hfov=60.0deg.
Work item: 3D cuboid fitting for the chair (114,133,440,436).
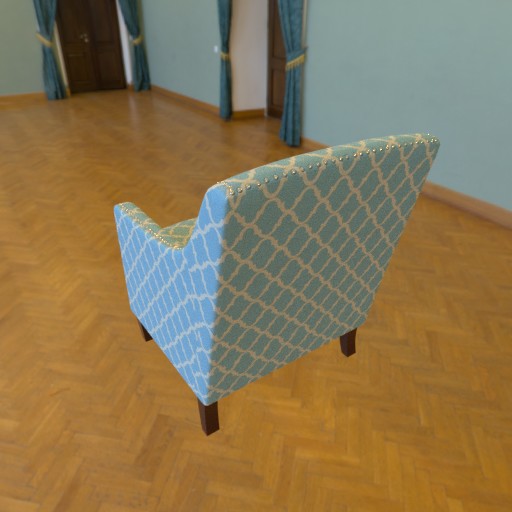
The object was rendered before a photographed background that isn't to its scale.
[{"bbox_3d":[0.000,0.000,1.344,0.617,0.817,0.686,-19,35,-30],"label":"chair"}]
